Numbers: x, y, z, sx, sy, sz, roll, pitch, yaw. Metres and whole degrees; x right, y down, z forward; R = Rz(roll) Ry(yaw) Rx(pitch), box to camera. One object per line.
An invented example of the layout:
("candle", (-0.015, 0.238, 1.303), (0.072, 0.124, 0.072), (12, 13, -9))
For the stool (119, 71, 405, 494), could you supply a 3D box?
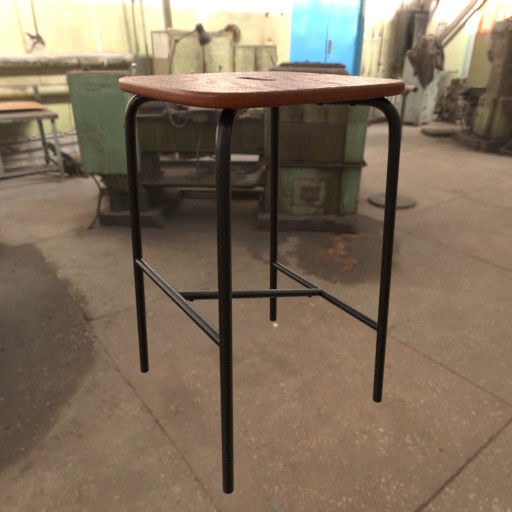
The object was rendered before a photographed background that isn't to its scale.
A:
("stool", (0.000, 0.000, 0.820), (0.376, 0.610, 0.376), (-17, 30, -31))
